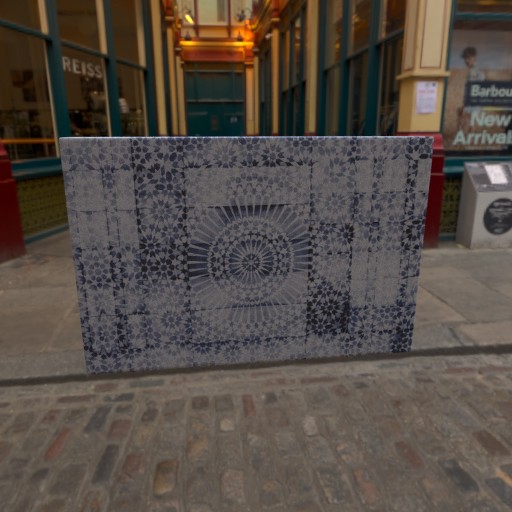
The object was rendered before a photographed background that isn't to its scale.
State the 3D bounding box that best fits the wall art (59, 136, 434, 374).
[{"bbox_3d":[0.000,0.000,0.783,0.608,0.406,0.030,-2,16,-8],"label":"wall art"}]
